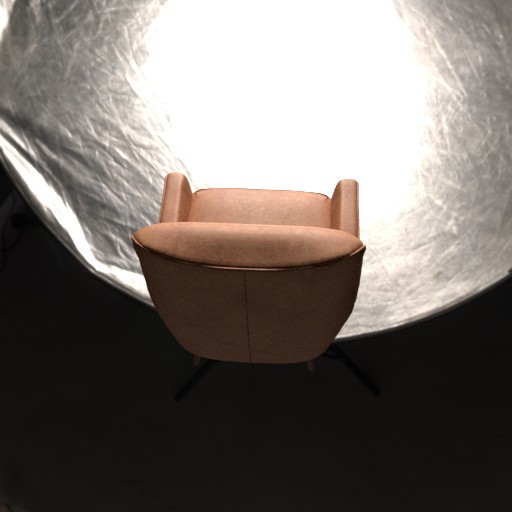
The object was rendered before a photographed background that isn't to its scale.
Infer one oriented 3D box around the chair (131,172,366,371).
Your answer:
[{"bbox_3d":[0.000,0.000,1.478,0.753,0.883,0.851,2,48,2],"label":"chair"}]
